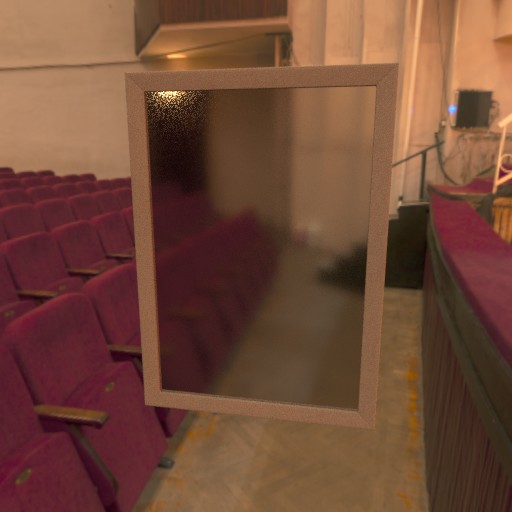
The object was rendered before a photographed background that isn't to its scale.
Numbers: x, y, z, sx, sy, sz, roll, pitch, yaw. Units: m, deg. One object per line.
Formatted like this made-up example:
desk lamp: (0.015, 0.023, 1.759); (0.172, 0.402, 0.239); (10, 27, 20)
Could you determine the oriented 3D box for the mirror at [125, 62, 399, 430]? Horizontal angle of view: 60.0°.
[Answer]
mirror: (0.000, 0.000, 0.904); (0.507, 0.710, 0.040); (2, 13, 10)
